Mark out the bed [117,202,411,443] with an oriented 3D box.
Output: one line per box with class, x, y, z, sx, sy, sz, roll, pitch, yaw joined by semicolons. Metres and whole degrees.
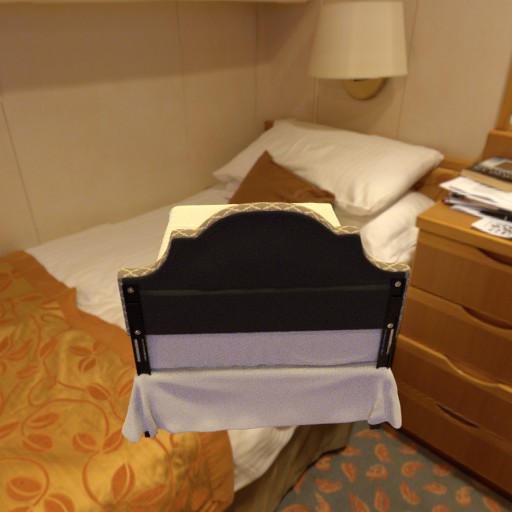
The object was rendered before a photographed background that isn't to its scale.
bed;0.000;0.000;3.416;1.780;1.633;2.222;-1;29;-2
